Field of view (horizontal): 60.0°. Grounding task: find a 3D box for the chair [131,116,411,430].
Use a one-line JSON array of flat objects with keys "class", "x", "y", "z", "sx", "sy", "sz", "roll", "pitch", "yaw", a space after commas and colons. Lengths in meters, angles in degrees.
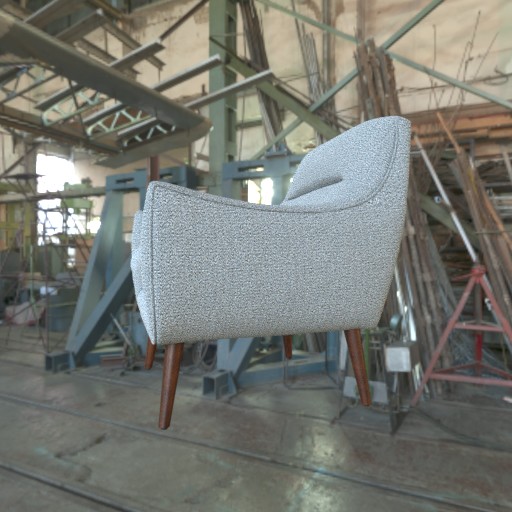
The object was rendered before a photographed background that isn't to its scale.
[{"class": "chair", "x": 0.000, "y": 0.000, "z": 1.455, "sx": 0.787, "sy": 0.838, "sz": 0.762, "roll": 0, "pitch": 0, "yaw": -17}]
